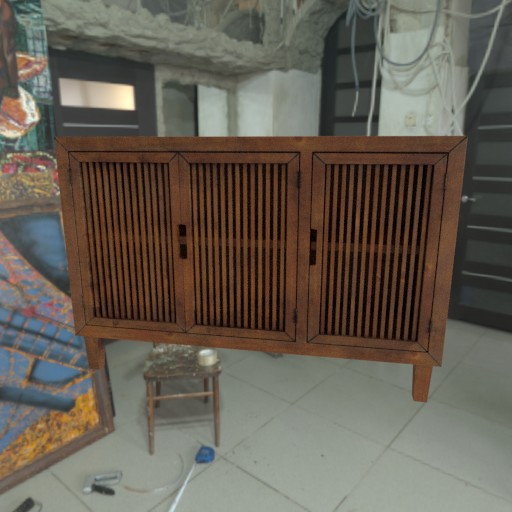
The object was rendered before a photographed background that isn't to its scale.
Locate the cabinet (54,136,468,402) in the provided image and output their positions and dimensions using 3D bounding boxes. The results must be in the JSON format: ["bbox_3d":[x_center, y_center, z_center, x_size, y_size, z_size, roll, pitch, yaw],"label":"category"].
[{"bbox_3d":[0.000,0.000,1.557,1.204,0.805,0.403,3,14,10],"label":"cabinet"}]
